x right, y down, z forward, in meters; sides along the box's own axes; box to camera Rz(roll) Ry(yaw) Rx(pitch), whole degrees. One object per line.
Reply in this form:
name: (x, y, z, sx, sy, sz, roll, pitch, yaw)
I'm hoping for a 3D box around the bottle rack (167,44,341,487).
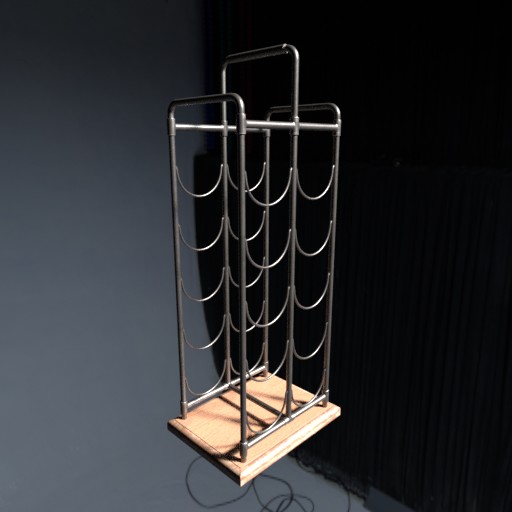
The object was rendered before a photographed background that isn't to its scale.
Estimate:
bottle rack: (0.000, 0.000, 0.793, 0.276, 0.680, 0.208, -14, 20, -43)
